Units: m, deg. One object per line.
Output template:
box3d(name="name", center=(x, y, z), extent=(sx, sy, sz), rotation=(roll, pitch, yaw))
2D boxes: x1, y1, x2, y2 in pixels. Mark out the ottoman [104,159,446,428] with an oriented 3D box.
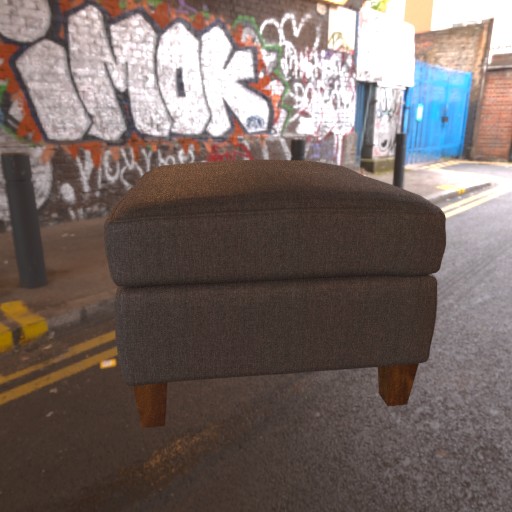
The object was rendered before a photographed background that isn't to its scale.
box3d(name="ottoman", center=(0.000, 0.000, 1.202), extent=(0.639, 0.496, 0.826), rotation=(-2, 17, -8))
